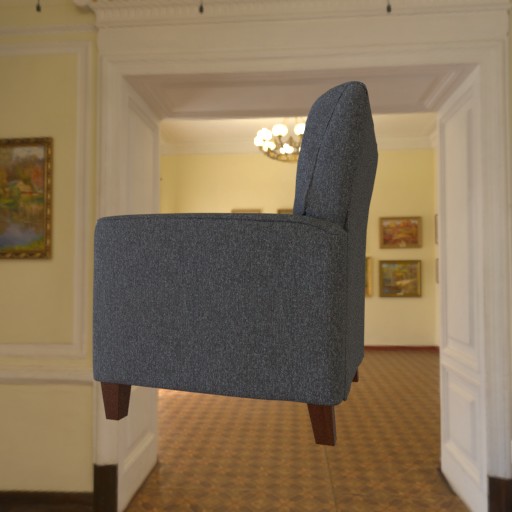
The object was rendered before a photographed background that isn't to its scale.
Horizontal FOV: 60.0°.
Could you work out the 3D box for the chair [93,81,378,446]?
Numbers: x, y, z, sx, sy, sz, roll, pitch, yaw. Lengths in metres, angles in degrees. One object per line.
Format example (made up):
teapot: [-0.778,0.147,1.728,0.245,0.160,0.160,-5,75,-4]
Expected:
chair: [0.000,0.000,1.614,0.850,1.016,0.839,-1,-2,18]
